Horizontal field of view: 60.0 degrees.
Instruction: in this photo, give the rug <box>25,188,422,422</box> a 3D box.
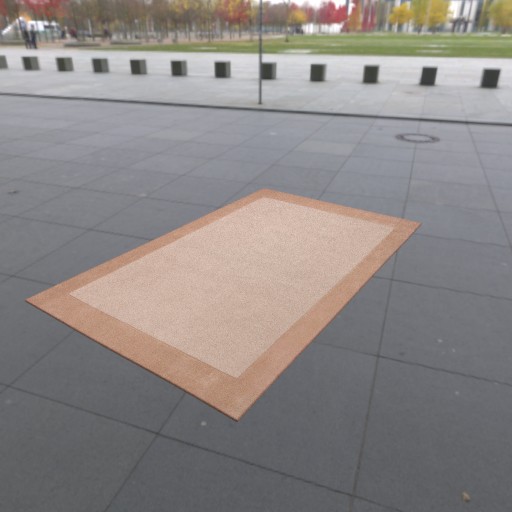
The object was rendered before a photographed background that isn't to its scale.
[{"bbox_3d":[0.000,0.000,3.027,1.524,0.014,2.438,18,32,31],"label":"rug"}]
